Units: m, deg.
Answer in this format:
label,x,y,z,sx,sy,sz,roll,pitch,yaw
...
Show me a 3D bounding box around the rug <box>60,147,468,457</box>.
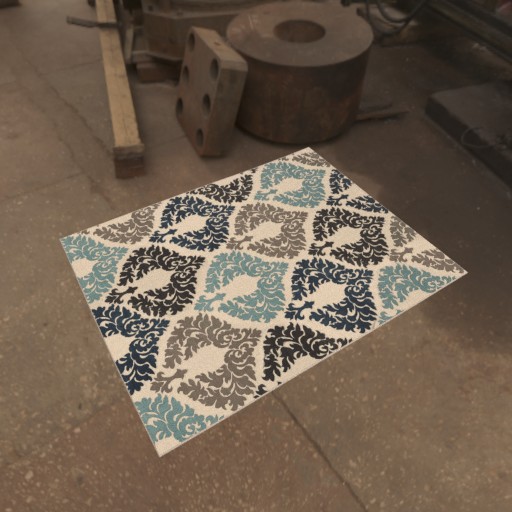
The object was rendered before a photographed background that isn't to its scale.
label,x,y,z,sx,sy,sz,roll,pitch,yaw
rug,0.000,0.000,4.171,3.040,0.014,2.423,-25,51,-21
